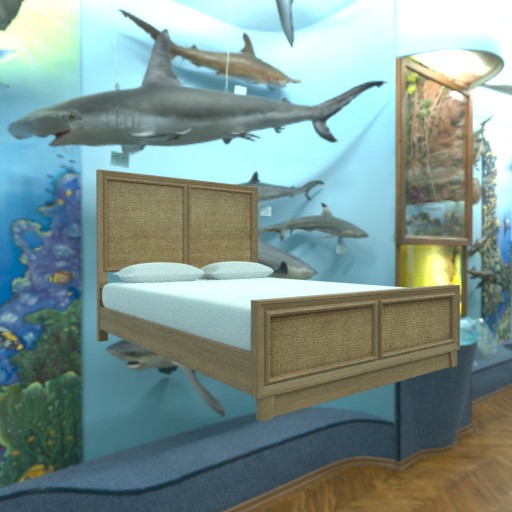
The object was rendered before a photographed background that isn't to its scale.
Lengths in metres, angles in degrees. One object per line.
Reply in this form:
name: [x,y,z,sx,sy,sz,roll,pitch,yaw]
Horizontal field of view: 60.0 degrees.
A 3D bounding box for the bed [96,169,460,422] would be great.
bed: [0.000,0.000,3.209,1.606,1.387,2.184,0,1,-37]
